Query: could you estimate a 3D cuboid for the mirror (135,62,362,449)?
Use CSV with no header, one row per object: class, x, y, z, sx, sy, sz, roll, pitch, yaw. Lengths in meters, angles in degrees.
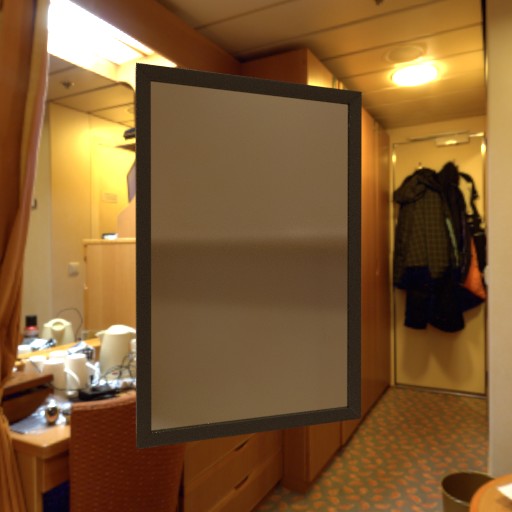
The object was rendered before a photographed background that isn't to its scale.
mirror,0.000,0.000,1.163,0.609,0.915,0.040,0,1,-18
